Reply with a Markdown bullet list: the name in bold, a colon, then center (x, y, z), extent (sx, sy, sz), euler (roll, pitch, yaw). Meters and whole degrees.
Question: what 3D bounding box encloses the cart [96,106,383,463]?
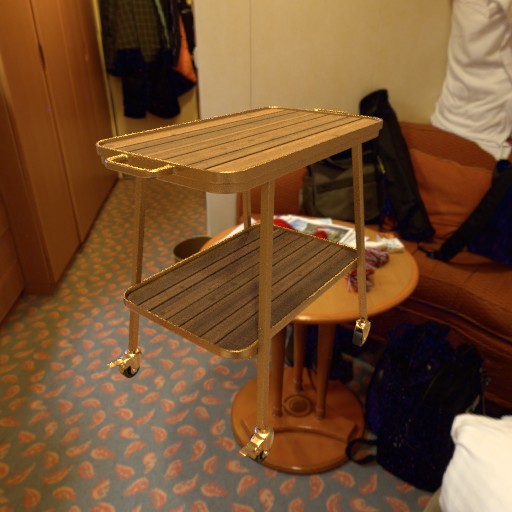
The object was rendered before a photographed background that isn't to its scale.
- **cart**: center (0.000, 0.000, 1.253), extent (0.524, 0.700, 0.806), euler (19, 32, 33)
